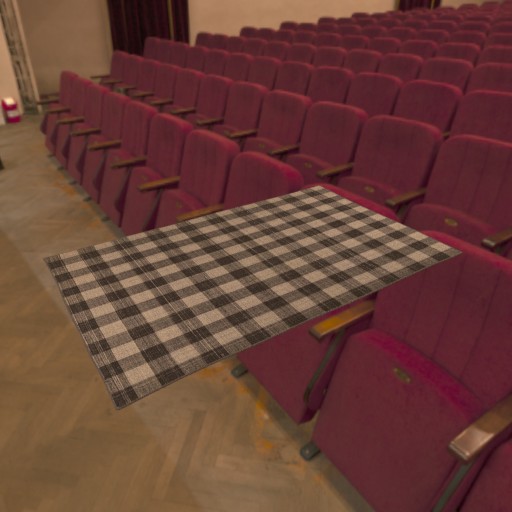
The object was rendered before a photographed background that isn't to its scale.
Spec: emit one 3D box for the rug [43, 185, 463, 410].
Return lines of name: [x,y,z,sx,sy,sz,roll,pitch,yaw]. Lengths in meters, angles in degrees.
rug: [0.000,0.000,3.063,2.476,0.011,1.554,-18,35,-29]
